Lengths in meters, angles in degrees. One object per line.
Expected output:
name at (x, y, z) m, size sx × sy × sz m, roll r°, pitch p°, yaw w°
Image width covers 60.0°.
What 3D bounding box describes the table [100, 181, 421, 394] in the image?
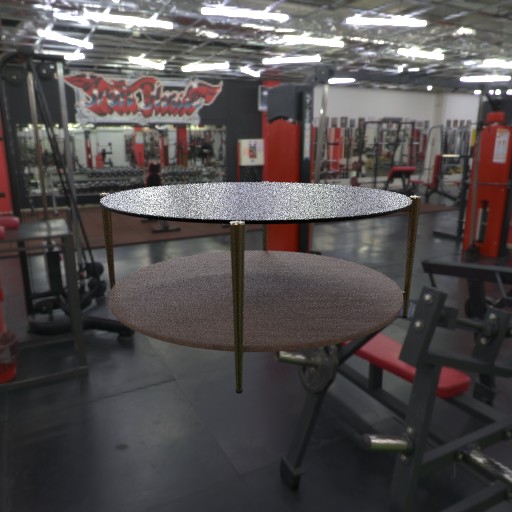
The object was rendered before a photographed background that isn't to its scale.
table at (0.000, 0.000, 1.457) m, size 0.938 × 0.400 × 0.938 m, roll -7°, pitch 16°, yaw -25°
